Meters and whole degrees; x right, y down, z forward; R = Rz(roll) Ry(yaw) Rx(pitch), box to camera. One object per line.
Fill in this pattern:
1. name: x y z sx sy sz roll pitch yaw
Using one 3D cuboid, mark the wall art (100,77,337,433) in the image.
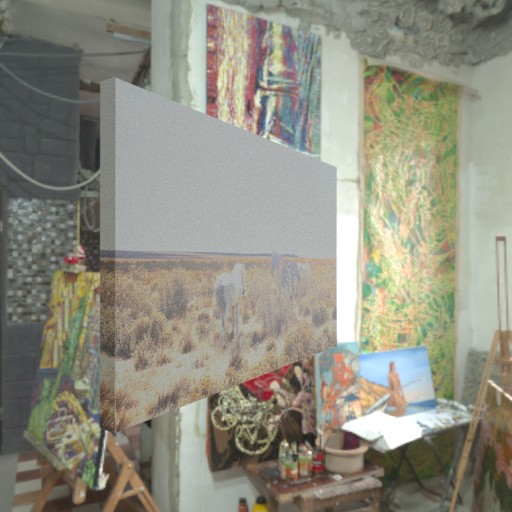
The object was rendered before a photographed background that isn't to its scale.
1. wall art: 0.000 0.000 1.429 0.051 0.761 1.138 0 0 35
